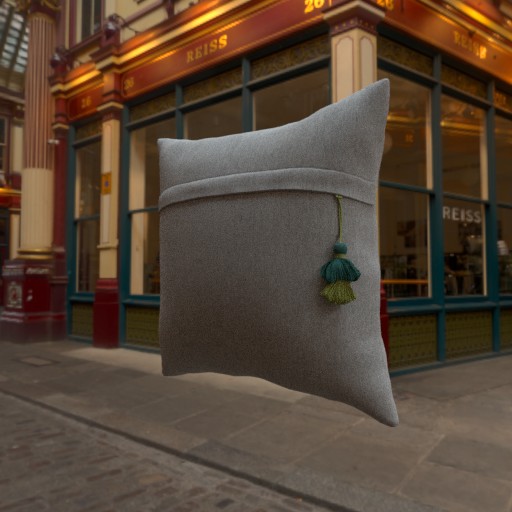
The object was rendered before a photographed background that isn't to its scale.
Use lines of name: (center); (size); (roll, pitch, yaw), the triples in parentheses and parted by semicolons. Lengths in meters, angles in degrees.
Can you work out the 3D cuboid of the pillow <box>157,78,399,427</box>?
pillow: (0.000, 0.000, 0.684); (0.433, 0.436, 0.173); (-1, -2, 37)
